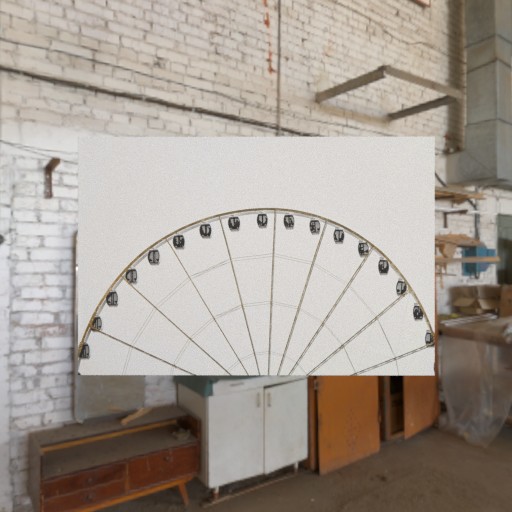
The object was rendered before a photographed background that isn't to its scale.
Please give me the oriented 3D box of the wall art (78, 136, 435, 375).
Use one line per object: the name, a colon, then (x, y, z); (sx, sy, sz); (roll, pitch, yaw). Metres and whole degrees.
wall art: (0.000, 0.000, 1.132); (0.898, 0.601, 0.038); (0, 0, 0)
